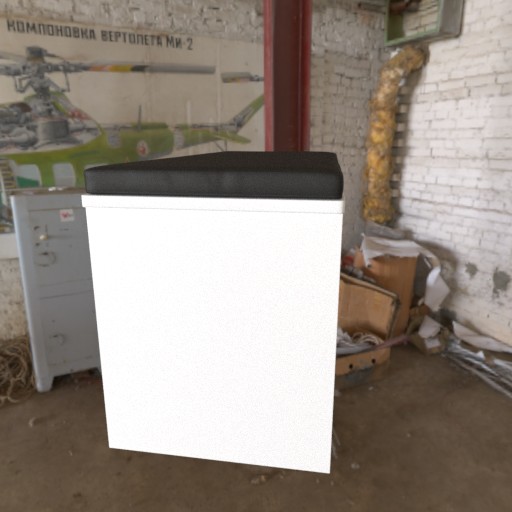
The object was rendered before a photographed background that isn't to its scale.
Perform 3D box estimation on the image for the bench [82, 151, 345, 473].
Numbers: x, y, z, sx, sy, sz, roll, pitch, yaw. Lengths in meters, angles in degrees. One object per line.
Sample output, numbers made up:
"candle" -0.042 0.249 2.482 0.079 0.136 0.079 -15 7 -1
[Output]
"bench" 0.000 0.000 1.131 0.401 0.500 0.899 2 15 9
